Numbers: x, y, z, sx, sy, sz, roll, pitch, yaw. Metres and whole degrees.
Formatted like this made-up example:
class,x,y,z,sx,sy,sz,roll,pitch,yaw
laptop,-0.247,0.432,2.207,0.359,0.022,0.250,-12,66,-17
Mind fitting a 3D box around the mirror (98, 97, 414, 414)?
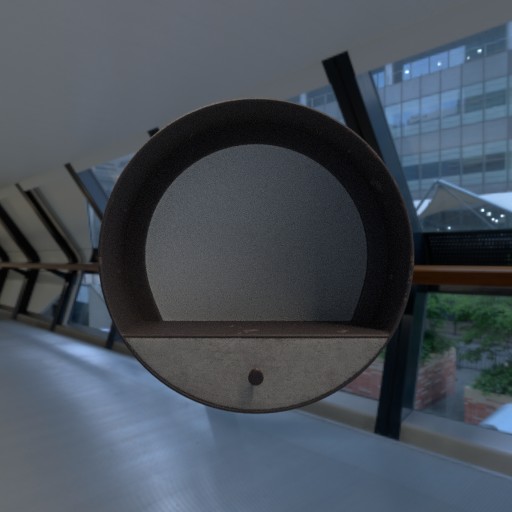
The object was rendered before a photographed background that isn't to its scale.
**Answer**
class,x,y,z,sx,sy,sz,roll,pitch,yaw
mirror,0.000,0.000,0.584,0.386,0.386,0.126,0,1,0
